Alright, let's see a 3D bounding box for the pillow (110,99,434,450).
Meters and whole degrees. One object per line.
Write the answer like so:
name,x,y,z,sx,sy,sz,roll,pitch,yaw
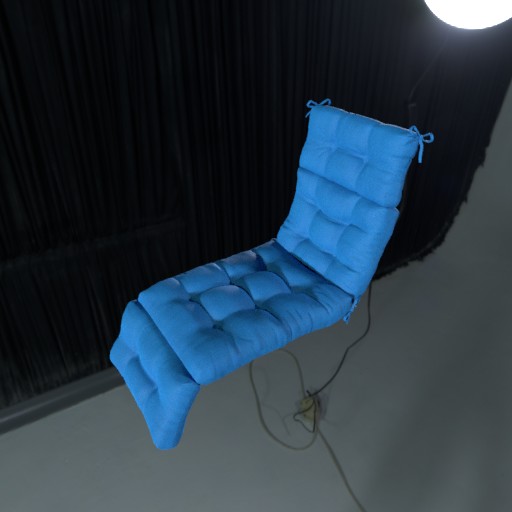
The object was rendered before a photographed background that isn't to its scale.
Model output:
pillow,0.000,0.000,1.526,1.016,0.863,0.526,-19,37,-28
